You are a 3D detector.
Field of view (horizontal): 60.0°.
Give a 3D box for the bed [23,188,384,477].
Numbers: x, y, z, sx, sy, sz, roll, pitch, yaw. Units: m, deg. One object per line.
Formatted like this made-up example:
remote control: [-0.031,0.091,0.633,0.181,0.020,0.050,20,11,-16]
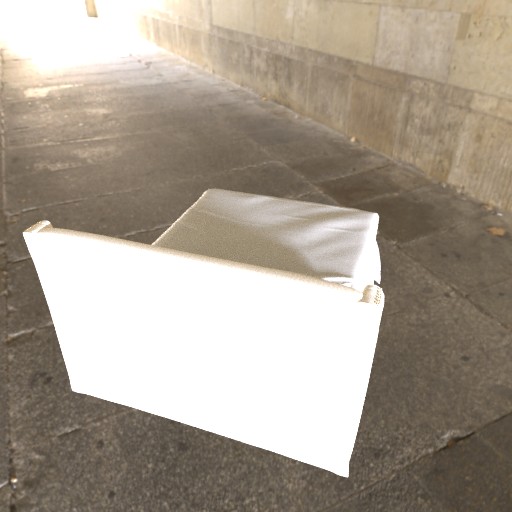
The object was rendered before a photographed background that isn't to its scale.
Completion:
bed: [0.000,0.000,3.367,1.925,1.332,2.276,11,35,16]
